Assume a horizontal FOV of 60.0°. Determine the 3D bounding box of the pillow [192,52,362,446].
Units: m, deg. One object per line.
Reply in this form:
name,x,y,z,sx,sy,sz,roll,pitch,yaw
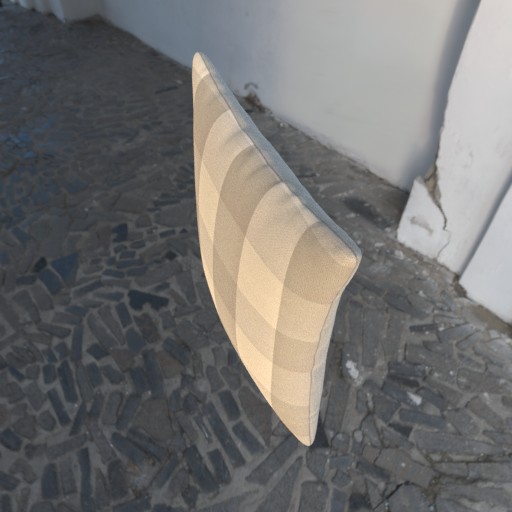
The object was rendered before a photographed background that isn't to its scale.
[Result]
pillow,0.000,0.000,0.773,0.161,0.509,0.511,-17,50,-15
